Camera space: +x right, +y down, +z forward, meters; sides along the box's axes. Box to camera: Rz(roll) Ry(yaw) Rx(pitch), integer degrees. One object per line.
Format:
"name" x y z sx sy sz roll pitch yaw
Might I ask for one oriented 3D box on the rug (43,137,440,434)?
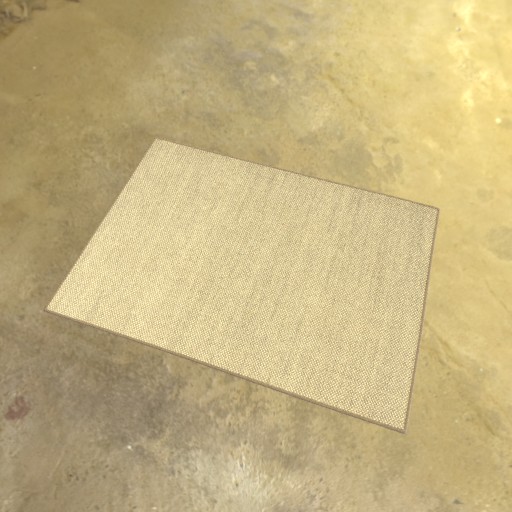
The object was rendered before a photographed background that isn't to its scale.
"rug" 0.000 0.000 2.783 2.115 0.013 1.517 16 60 10
